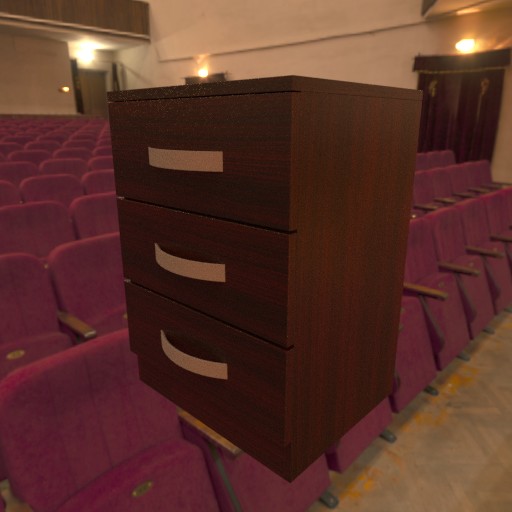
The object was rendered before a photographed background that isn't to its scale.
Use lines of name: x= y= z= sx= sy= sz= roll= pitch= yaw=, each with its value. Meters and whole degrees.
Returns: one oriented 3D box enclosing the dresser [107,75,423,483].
dresser: x=0.000 y=0.000 z=0.800 sx=0.400 sy=0.560 sz=0.360 roll=15 pitch=23 yaw=41
